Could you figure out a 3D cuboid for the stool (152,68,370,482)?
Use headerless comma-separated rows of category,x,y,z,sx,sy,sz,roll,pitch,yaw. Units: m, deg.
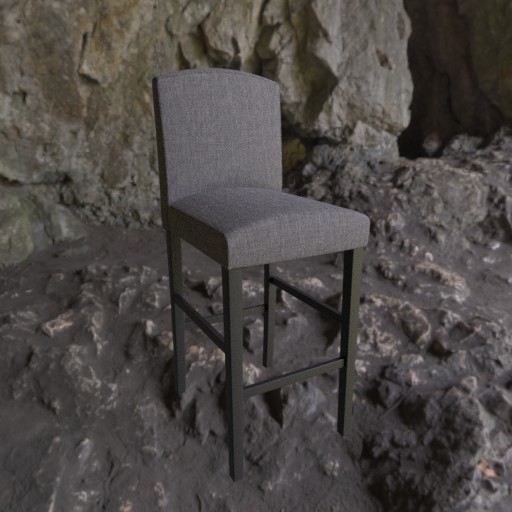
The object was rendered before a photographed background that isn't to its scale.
stool,0.000,0.000,1.390,0.451,1.138,0.552,-9,19,-28
